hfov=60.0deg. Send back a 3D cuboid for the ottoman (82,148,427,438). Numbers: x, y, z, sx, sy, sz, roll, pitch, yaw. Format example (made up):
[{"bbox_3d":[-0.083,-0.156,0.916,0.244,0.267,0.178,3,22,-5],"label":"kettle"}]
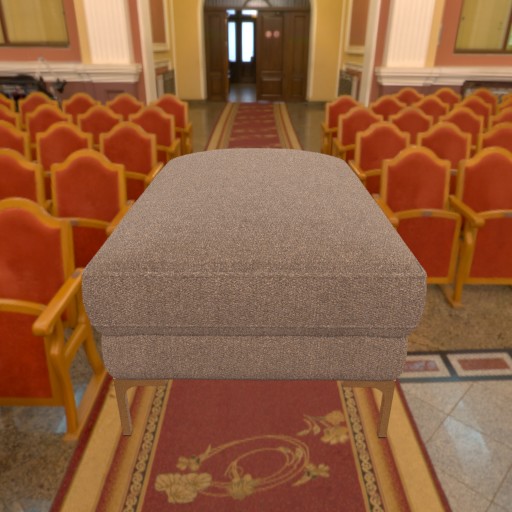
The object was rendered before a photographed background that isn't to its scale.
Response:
[{"bbox_3d":[0.000,0.000,1.143,0.583,0.464,0.785,0,25,0],"label":"ottoman"}]
